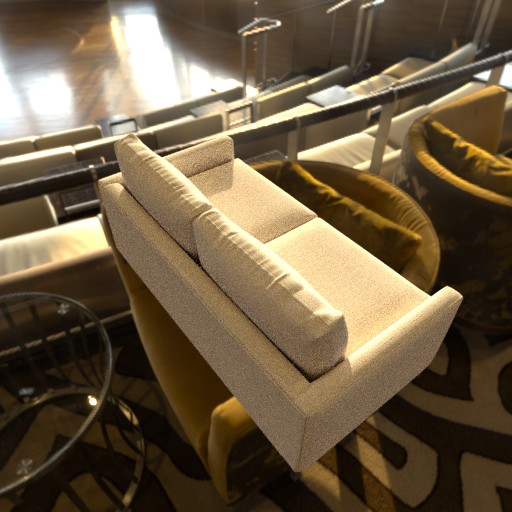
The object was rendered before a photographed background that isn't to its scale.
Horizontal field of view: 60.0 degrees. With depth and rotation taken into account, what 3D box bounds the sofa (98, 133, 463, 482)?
[{"bbox_3d":[0.000,0.000,2.111,0.839,0.812,1.651,-28,50,-26],"label":"sofa"}]
